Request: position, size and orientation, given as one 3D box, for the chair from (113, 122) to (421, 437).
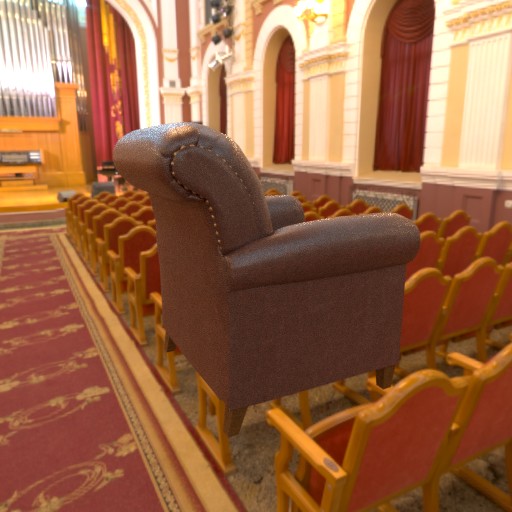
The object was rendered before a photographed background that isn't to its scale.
[{"bbox_3d":[0.000,0.000,1.652,0.890,0.927,0.854,-7,15,-26],"label":"chair"}]
